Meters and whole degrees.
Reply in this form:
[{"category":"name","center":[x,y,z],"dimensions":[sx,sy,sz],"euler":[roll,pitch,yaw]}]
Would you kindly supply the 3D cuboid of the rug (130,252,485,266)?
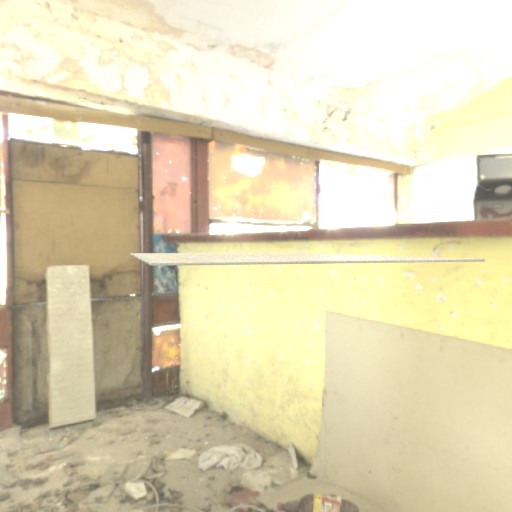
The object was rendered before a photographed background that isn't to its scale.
[{"category":"rug","center":[0.000,0.000,2.338],"dimensions":[1.231,0.012,1.835],"euler":[0,1,-18]}]
